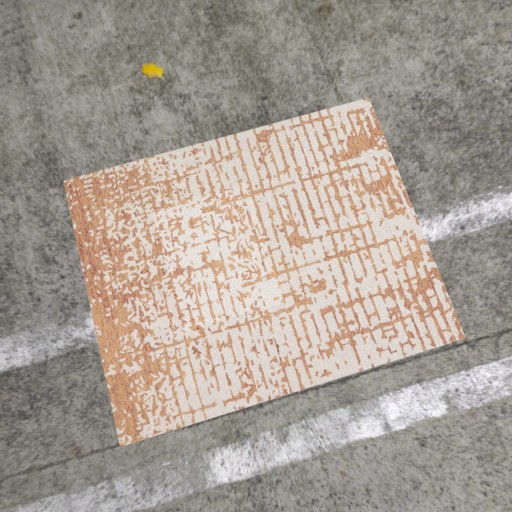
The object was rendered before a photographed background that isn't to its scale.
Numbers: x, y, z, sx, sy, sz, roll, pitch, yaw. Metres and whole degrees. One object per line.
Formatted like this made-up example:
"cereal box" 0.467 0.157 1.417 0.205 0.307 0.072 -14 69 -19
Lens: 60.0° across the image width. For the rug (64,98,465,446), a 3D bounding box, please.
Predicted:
"rug" 0.000 0.000 3.999 3.050 0.011 2.441 -16 77 -4
